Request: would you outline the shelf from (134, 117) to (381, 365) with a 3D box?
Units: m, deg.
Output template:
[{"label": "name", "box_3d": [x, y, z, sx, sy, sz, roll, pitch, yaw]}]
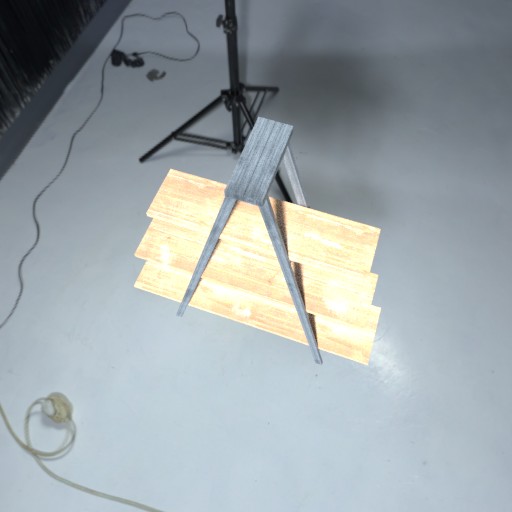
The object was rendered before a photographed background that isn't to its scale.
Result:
[{"label": "shelf", "box_3d": [0.000, 0.000, 2.629, 1.746, 1.808, 0.508, 17, 64, 9]}]
